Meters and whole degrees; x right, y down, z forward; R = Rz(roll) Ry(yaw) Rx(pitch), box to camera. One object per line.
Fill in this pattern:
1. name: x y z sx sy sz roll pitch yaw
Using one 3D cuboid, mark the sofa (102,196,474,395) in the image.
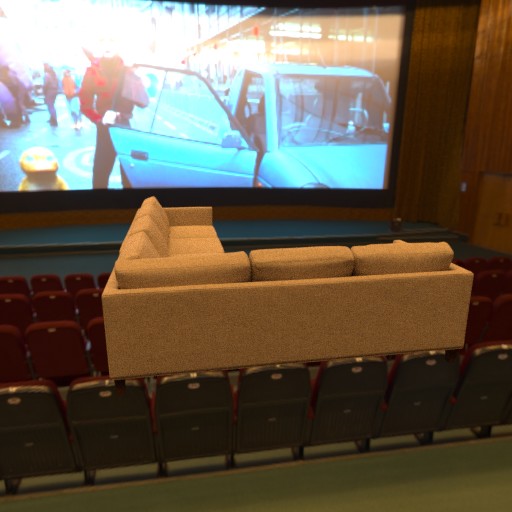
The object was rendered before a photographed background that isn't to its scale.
1. sofa: 0.000 0.000 4.340 2.432 0.863 3.182 -3 16 -10
